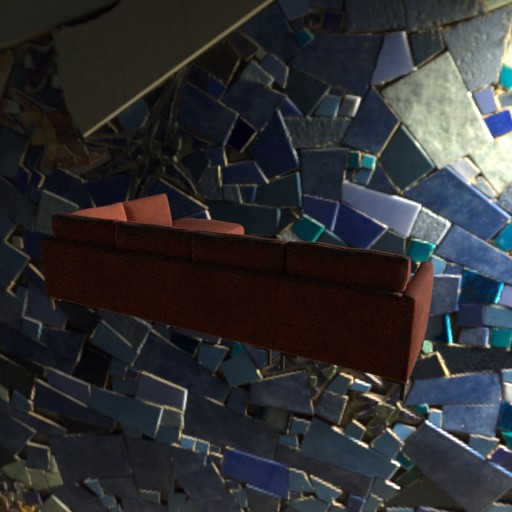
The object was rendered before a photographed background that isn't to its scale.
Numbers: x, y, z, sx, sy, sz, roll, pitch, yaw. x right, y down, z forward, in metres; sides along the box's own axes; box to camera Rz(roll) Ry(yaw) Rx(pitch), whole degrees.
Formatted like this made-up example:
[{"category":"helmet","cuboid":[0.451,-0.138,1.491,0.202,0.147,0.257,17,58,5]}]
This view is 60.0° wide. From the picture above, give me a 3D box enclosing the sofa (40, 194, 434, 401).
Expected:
[{"category":"sofa","cuboid":[0.000,0.000,3.553,2.736,0.757,1.879,8,18,26]}]
